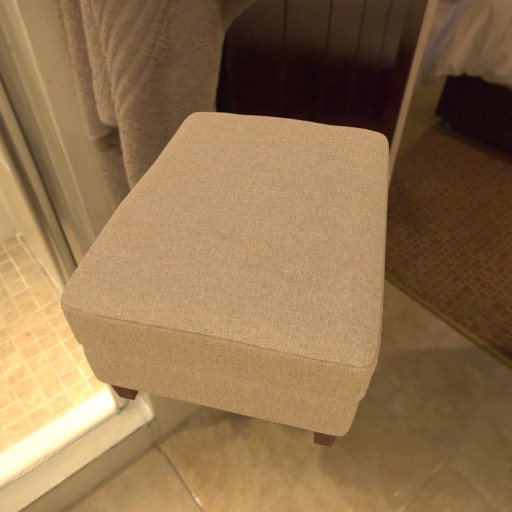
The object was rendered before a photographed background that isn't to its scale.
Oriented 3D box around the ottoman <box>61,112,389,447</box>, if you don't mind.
[{"bbox_3d":[0.000,0.000,1.303,0.677,0.519,0.898,9,45,9],"label":"ottoman"}]
